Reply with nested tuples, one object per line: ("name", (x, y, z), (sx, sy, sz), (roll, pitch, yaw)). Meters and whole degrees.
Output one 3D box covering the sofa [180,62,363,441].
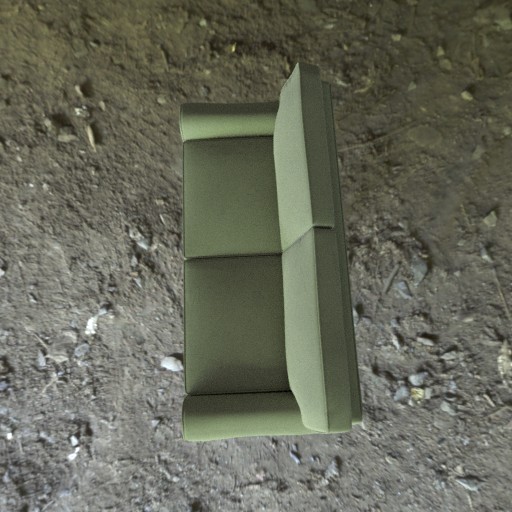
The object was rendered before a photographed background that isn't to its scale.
("sofa", (0.000, 0.000, 2.374), (0.841, 1.024, 1.823), (-3, 77, -1))
